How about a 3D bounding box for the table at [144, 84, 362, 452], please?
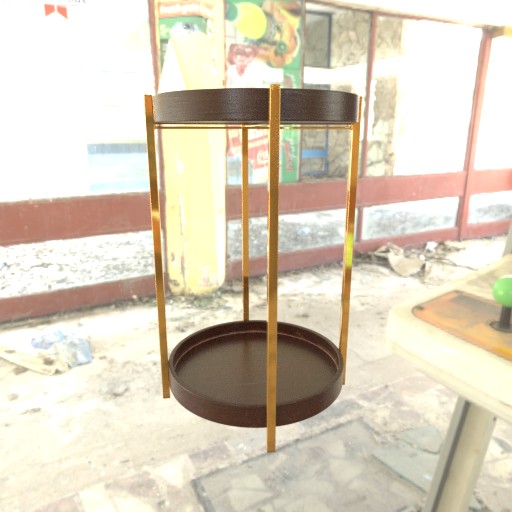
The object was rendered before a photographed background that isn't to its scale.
[{"bbox_3d":[0.000,0.000,0.892,0.400,0.610,0.400,-2,16,-7],"label":"table"}]
